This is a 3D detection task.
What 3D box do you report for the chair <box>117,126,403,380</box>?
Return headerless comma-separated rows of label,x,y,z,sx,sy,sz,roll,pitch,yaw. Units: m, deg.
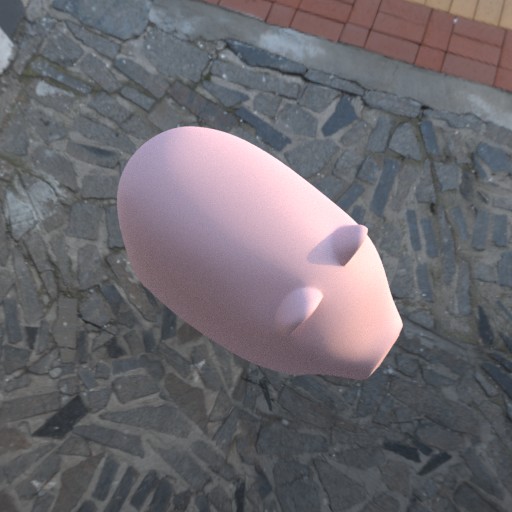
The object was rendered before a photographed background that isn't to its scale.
chair,0.000,0.000,0.868,0.619,0.423,0.364,36,78,9
